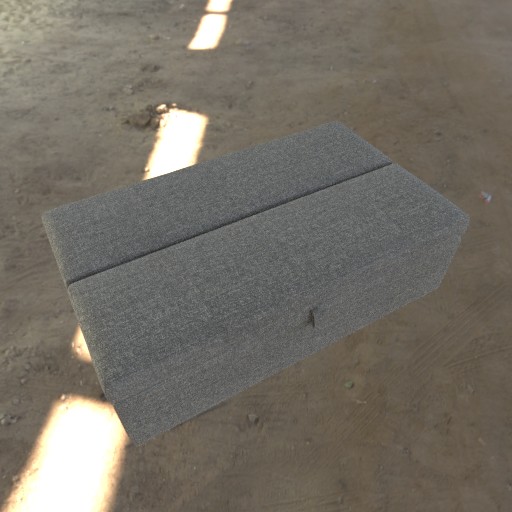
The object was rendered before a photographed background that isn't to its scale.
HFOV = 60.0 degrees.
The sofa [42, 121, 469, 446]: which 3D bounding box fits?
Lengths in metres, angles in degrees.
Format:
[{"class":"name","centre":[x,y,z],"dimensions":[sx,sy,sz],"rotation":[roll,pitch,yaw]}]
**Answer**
[{"class":"sofa","centre":[0.000,0.000,1.565],"dimensions":[1.198,0.417,0.782],"rotation":[-22,50,-20]}]
